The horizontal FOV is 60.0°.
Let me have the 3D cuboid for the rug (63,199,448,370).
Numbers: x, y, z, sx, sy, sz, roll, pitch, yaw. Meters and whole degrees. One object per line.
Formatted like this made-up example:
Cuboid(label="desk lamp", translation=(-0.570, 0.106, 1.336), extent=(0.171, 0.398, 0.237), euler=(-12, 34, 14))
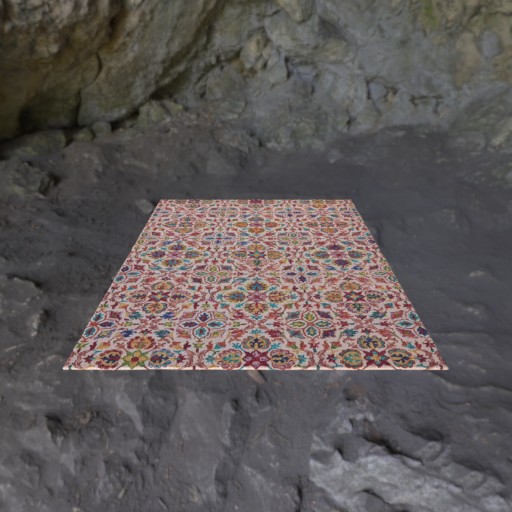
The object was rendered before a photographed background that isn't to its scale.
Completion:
Cuboid(label="rug", translation=(0.000, 0.000, 4.237), extent=(2.446, 0.020, 3.215), euler=(0, 26, 0))
